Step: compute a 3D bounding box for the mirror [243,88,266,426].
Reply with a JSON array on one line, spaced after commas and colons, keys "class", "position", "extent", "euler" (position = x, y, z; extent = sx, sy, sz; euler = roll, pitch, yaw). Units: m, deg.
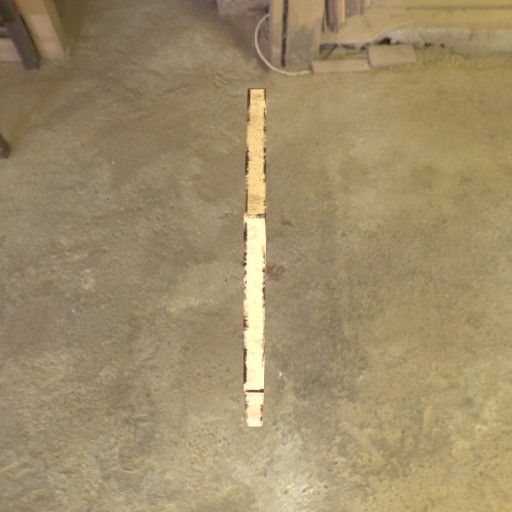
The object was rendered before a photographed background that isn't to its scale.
[{"class": "mirror", "position": [0.000, 0.000, 0.954], "extent": [0.031, 0.648, 0.648], "euler": [1, 59, 0]}]
